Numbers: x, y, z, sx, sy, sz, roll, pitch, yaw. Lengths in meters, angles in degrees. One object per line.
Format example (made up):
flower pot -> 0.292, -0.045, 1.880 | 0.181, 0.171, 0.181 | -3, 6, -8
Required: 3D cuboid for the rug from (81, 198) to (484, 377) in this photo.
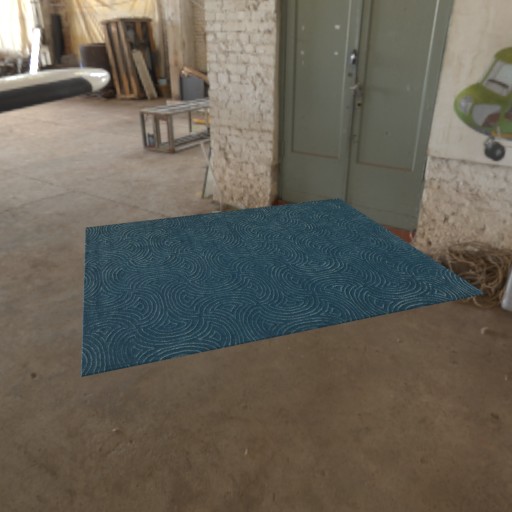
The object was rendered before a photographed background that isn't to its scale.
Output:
rug -> 0.000, 0.000, 4.133 | 3.033, 0.012, 2.432 | -8, 28, -16
